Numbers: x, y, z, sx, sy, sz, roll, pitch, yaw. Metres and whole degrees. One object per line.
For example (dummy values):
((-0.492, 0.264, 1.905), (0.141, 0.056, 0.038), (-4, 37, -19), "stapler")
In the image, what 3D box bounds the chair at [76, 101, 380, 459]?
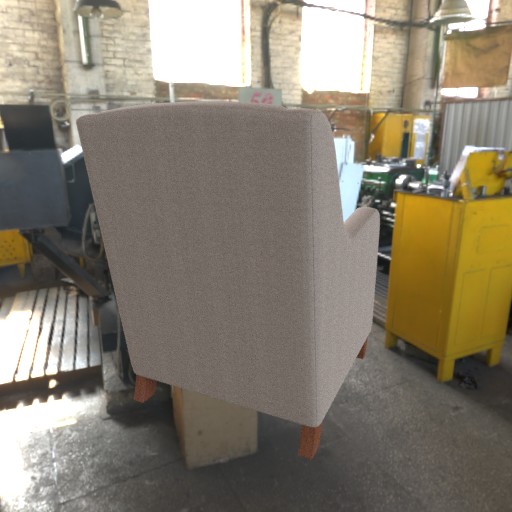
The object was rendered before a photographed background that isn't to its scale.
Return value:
((0.000, 0.000, 1.601), (0.715, 1.017, 0.890), (8, 18, 25), "chair")
